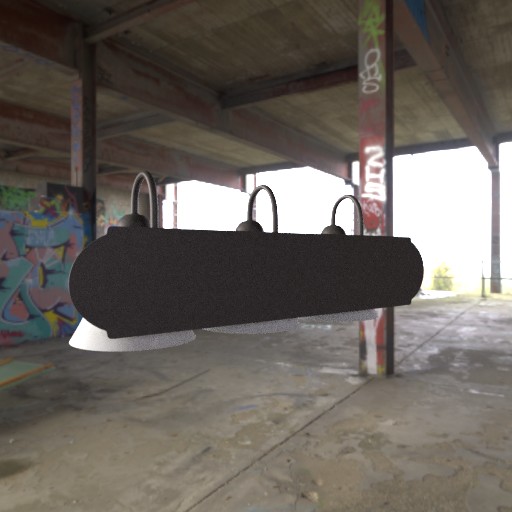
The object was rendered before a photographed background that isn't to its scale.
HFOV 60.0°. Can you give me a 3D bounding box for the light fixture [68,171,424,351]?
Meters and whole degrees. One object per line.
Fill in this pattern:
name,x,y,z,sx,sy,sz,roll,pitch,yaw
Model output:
light fixture,0.000,0.000,0.702,0.610,0.222,0.199,0,0,-36
